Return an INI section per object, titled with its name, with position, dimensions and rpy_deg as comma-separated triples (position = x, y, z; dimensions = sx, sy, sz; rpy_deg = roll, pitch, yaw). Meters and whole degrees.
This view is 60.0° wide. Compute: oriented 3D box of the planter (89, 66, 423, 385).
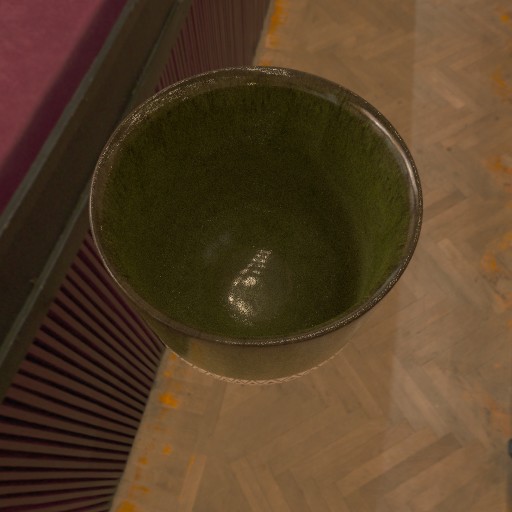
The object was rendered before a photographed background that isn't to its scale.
[planter]
position = 0.000, 0.000, 0.476
dimensions = 0.266, 0.270, 0.266
rpy_deg = 0, 64, 0
